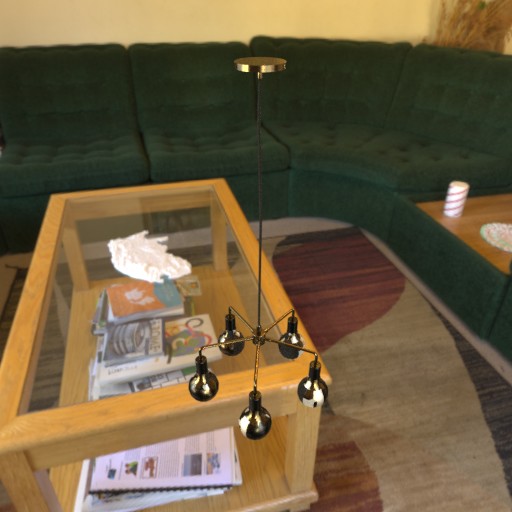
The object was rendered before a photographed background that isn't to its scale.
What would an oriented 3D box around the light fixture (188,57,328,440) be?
[{"bbox_3d":[0.000,0.000,1.208,0.438,0.988,0.421,-19,37,-27],"label":"light fixture"}]
